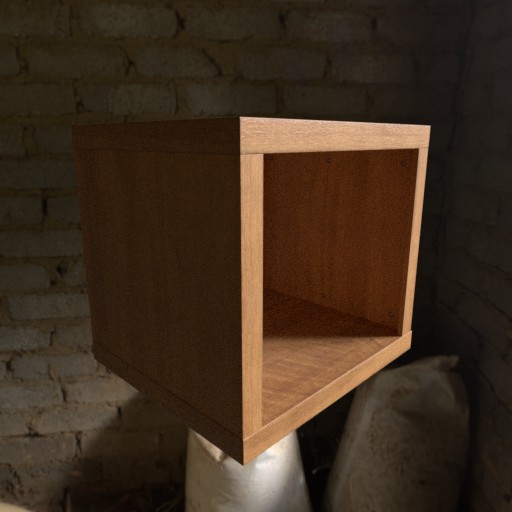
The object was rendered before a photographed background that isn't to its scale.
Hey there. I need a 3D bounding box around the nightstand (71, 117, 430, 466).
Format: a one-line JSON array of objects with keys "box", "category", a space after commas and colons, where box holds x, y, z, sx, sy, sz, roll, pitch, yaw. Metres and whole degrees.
[{"box": [0.000, 0.000, 0.866, 0.436, 0.491, 0.493, 14, 20, 43], "category": "nightstand"}]
